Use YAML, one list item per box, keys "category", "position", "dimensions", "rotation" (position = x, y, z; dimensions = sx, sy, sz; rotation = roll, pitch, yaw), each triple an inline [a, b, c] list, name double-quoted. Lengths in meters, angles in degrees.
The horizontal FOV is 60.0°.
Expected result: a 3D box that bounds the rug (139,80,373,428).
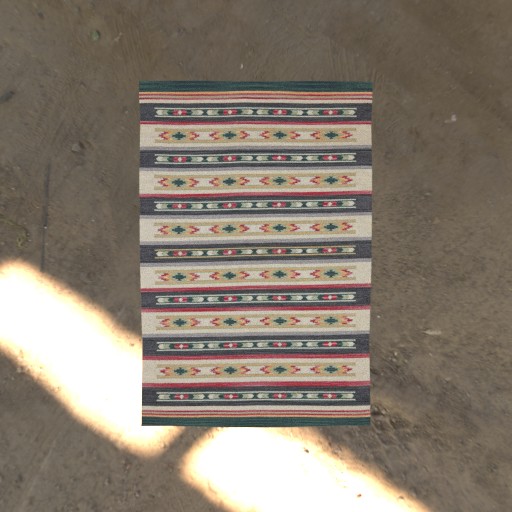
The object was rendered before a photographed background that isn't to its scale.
- category: "rug"
  position: [0.000, 0.000, 2.333]
  dimensions: [1.221, 0.009, 1.825]
  rotation: [0, 91, 0]
